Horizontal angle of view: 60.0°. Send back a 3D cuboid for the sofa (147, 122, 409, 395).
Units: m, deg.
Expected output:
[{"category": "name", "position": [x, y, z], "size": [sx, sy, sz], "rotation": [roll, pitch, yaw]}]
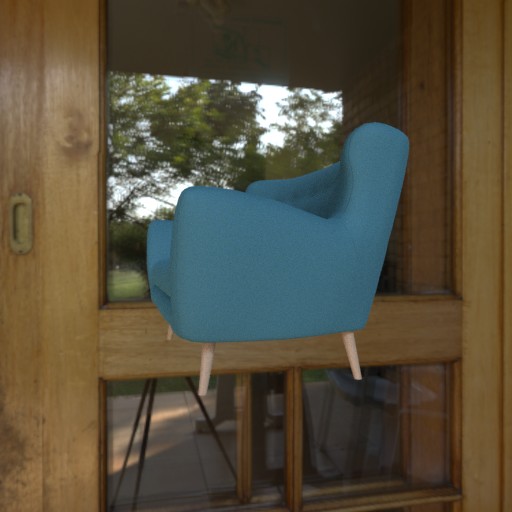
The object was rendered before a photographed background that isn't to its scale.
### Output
[{"category": "sofa", "position": [0.000, 0.000, 1.994], "size": [0.889, 0.889, 1.397], "rotation": [0, 0, -17]}]
